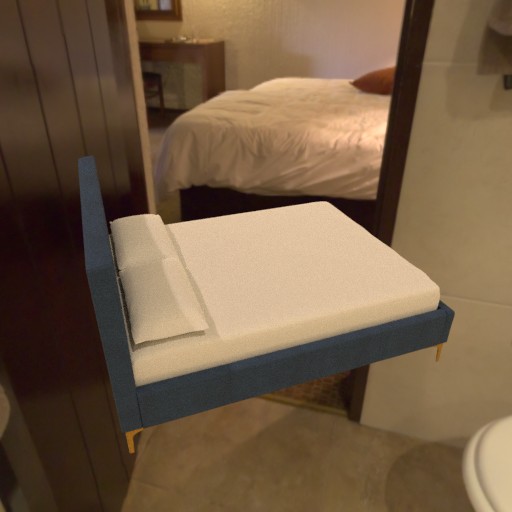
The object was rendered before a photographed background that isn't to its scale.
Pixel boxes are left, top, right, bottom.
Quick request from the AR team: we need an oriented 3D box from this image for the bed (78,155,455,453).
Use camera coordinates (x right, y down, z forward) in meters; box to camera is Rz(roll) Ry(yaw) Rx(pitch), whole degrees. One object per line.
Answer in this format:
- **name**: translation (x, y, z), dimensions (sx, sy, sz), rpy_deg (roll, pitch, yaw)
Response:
- **bed**: translation (0.000, 0.000, 3.190), dimensions (2.172, 1.231, 1.723), rpy_deg (-10, 31, -18)
